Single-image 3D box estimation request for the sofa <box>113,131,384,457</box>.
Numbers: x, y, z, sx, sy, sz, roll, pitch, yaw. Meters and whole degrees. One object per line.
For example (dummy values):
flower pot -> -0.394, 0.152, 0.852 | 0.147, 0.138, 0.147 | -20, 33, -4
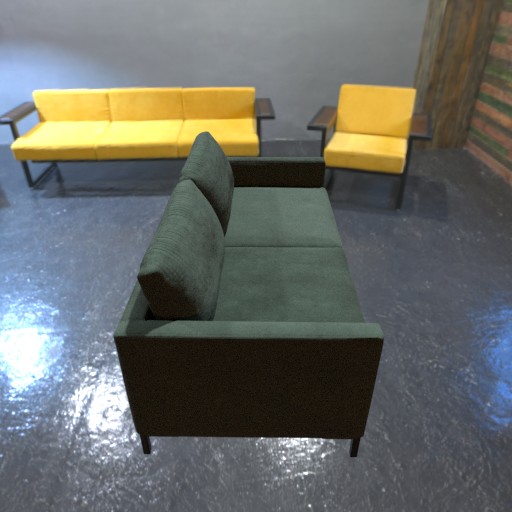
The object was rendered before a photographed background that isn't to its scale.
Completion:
sofa -> 0.000, 0.000, 2.176 | 0.875, 0.817, 1.676 | 0, 32, 1
